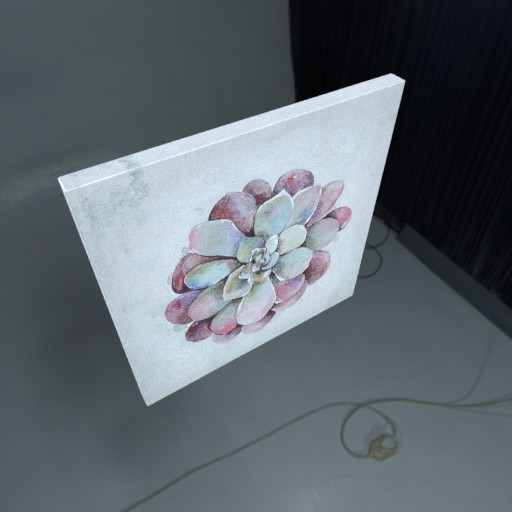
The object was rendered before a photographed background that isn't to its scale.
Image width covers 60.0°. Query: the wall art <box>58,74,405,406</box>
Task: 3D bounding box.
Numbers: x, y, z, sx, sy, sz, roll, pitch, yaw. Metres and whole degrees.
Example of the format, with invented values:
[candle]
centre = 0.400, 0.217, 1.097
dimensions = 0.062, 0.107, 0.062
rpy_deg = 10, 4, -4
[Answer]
[wall art]
centre = 0.000, 0.000, 0.909
dimensions = 0.605, 0.605, 0.044
rpy_deg = -24, 50, -22
